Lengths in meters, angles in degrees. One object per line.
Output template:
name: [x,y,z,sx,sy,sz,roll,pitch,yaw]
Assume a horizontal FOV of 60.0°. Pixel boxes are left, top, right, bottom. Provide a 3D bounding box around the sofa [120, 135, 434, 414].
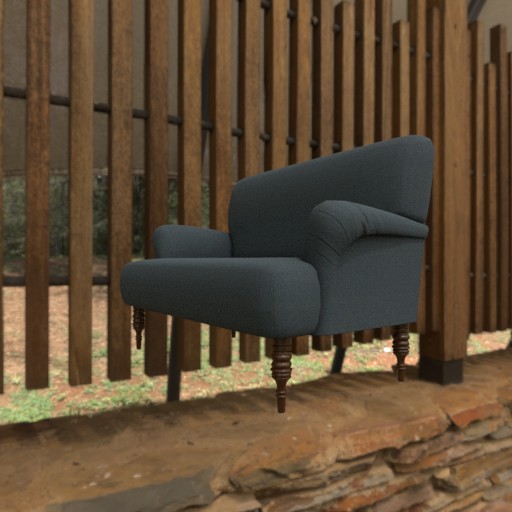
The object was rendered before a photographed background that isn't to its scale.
sofa: [0.000,0.000,1.857,0.779,0.889,1.297,0,-1,-36]
